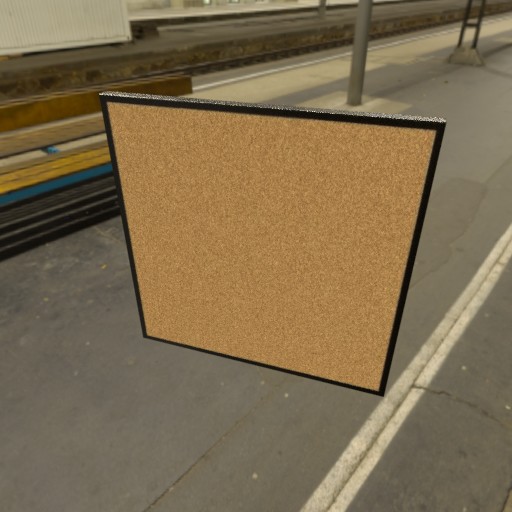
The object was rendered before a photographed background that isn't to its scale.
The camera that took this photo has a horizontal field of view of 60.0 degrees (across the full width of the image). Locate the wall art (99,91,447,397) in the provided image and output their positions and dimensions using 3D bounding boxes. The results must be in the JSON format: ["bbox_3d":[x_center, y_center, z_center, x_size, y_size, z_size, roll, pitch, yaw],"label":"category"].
[{"bbox_3d":[0.000,0.000,0.526,0.349,0.349,0.014,10,34,15],"label":"wall art"}]
